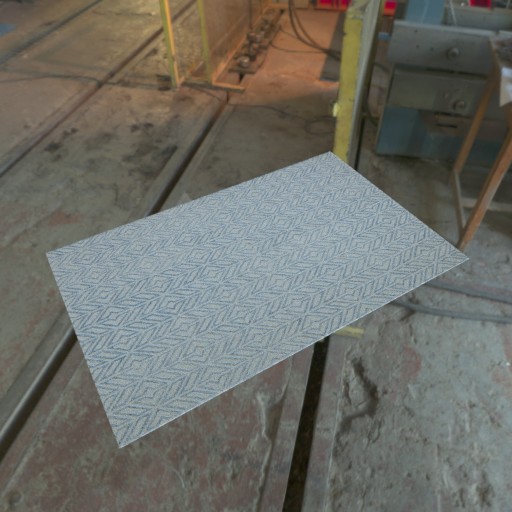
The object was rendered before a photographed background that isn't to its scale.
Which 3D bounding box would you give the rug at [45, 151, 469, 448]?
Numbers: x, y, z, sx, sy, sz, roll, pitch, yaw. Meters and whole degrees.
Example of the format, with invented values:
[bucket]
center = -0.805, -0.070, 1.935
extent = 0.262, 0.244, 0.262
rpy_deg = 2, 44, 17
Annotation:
[rug]
center = 0.000, 0.000, 3.011
extent = 2.441, 0.008, 1.526
rpy_deg = -23, 50, -21
